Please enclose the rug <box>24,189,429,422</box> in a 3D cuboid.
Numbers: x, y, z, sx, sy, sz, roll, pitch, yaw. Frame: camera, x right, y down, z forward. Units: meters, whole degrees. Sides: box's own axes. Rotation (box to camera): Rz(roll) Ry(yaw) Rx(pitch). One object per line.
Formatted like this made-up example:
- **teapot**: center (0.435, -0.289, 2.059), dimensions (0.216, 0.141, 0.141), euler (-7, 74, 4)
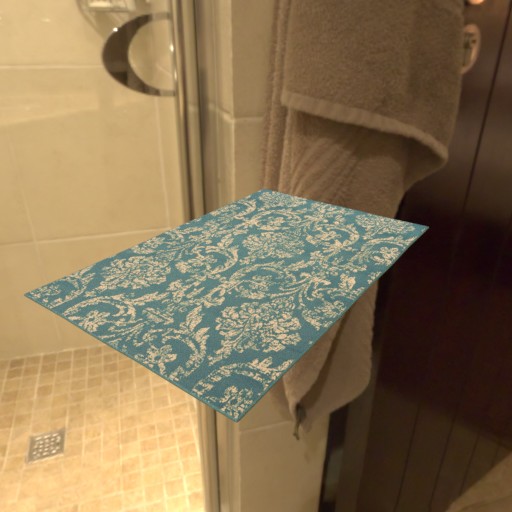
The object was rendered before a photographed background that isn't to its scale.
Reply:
- **rug**: center (0.000, 0.000, 2.303), dimensions (1.211, 0.012, 1.833), euler (18, 32, 32)
